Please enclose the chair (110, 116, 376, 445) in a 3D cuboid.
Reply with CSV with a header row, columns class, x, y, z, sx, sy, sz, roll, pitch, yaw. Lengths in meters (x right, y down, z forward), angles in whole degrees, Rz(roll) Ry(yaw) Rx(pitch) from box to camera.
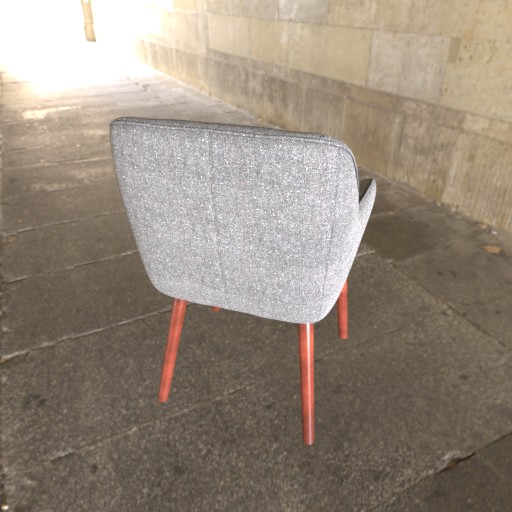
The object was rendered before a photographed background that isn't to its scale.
class,x,y,z,sx,sy,sz,roll,pitch,yaw
chair,0.000,0.000,1.175,0.543,0.803,0.519,10,32,16
